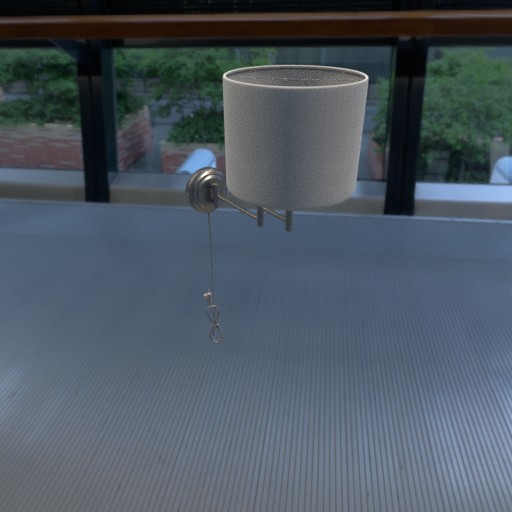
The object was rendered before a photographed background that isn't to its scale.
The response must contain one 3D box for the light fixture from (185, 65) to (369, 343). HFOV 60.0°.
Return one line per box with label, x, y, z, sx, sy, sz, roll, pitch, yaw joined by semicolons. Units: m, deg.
light fixture;0.000;0.000;1.067;0.253;0.842;0.479;-21;36;-32
